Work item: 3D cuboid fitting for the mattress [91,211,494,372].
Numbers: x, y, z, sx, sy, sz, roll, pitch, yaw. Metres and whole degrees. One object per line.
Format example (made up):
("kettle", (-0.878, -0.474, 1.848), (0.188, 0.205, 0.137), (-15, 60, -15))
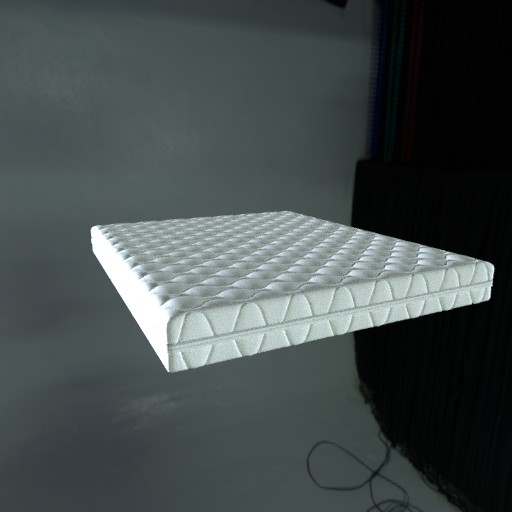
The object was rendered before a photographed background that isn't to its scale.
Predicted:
("mattress", (0.000, 0.000, 2.592), (1.600, 0.200, 1.900), (-7, 16, -26))
